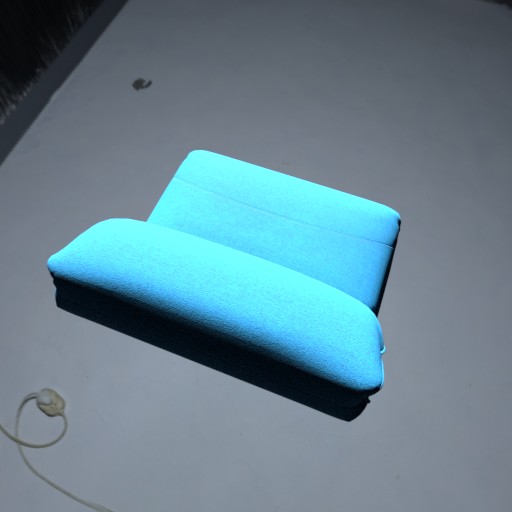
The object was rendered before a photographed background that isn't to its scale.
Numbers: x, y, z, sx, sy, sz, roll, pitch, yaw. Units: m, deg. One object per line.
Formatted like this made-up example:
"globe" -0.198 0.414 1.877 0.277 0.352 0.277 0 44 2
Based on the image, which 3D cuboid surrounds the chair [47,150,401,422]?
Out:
"chair" 0.000 0.000 1.338 0.820 0.580 0.780 19 64 10
